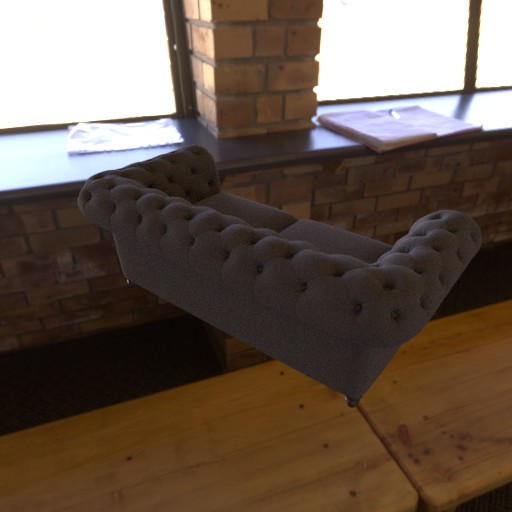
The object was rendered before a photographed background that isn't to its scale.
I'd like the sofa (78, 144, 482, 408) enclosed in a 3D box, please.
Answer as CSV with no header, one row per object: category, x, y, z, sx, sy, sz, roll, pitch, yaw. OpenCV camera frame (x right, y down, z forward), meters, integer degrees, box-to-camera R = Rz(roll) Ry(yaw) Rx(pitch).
sofa,0.000,0.000,2.428,1.998,0.764,0.986,22,37,32
